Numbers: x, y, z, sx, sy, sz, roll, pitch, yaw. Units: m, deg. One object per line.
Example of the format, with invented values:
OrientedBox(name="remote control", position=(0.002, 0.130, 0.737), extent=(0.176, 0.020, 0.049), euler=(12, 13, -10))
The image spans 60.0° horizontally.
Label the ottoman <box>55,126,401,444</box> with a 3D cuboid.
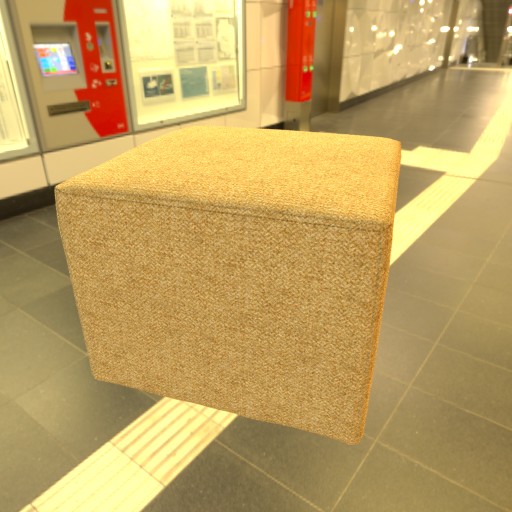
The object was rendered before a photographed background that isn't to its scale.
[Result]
OrientedBox(name="ottoman", position=(0.000, 0.000, 0.900), extent=(0.512, 0.441, 0.505), euler=(8, 29, 15))
